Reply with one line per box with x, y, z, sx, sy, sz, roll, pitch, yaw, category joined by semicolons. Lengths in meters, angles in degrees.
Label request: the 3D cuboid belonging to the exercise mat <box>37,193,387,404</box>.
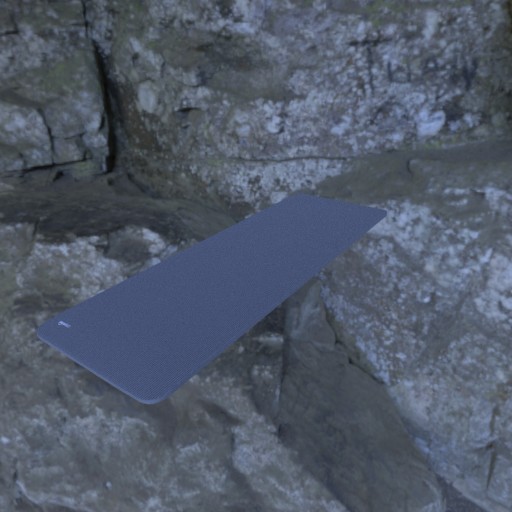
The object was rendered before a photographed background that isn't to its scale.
0.000;0.000;2.074;0.616;0.021;1.884;17;31;31;exercise mat
